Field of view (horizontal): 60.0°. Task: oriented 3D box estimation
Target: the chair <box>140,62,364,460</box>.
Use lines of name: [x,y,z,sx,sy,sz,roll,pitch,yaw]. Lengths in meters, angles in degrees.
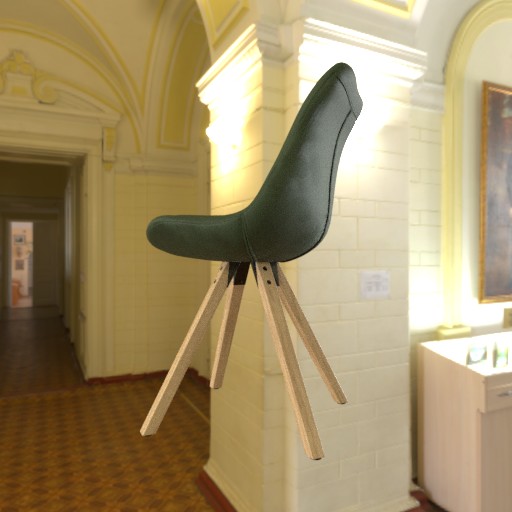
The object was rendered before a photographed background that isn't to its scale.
chair: [0.000,0.000,1.193,0.547,0.865,0.483,0,0,19]
